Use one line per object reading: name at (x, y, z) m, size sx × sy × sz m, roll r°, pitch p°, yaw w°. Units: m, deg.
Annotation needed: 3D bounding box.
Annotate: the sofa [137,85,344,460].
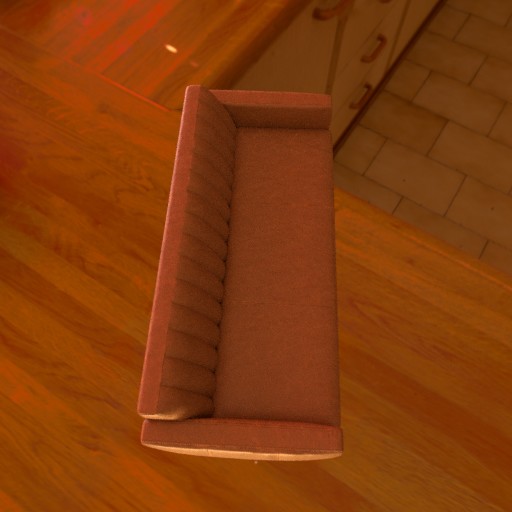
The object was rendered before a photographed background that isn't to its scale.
sofa at (0.000, 0.000, 2.748) m, size 0.990 × 0.821 × 2.291 m, roll 3°, pitch 65°, yaw 1°
